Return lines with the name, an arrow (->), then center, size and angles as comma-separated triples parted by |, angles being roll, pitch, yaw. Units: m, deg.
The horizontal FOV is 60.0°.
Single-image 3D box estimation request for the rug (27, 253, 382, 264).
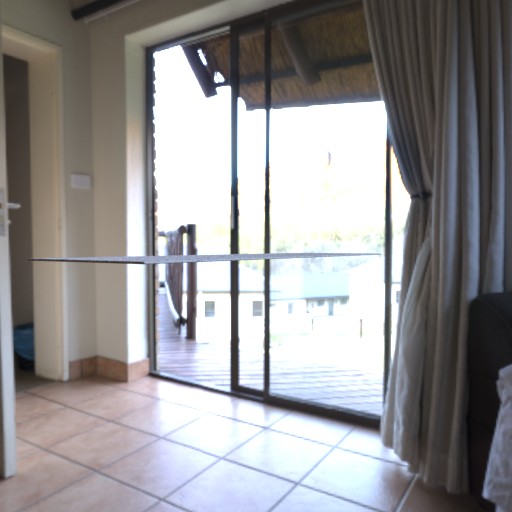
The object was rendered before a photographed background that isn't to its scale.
rug -> 0.000, 0.000, 2.717 | 0.750, 0.009, 2.435 | 1, 1, 34
